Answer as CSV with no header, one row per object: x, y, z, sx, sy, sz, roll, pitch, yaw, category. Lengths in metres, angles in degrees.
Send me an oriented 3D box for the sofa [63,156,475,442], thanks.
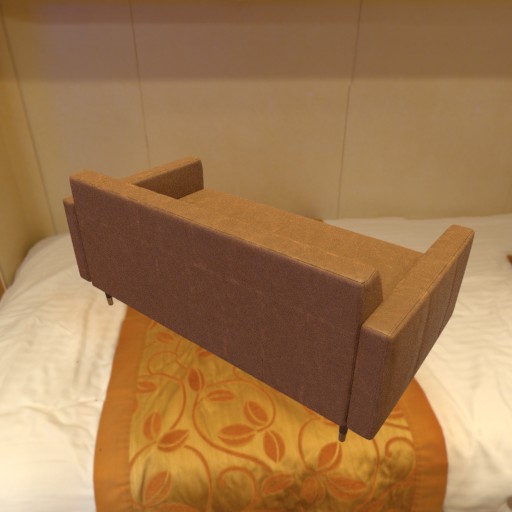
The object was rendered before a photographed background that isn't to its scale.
0.000,0.000,2.293,1.847,0.821,0.993,21,36,32,sofa
